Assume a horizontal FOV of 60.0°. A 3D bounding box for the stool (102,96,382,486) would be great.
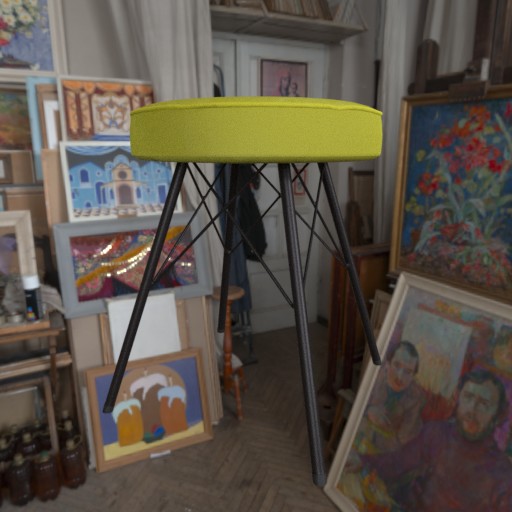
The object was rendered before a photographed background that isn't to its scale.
[{"bbox_3d":[0.000,0.000,0.792,0.409,0.508,0.409,7,15,26],"label":"stool"}]
